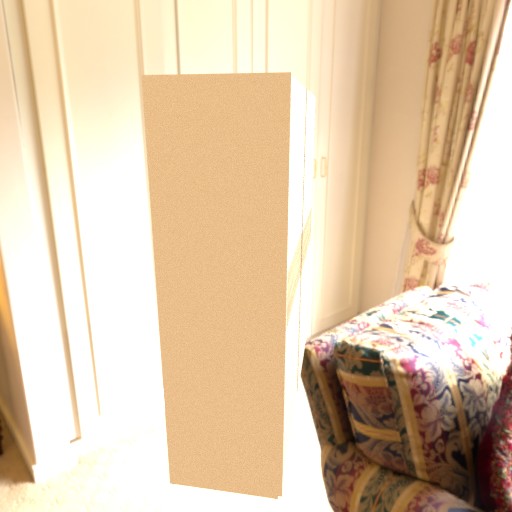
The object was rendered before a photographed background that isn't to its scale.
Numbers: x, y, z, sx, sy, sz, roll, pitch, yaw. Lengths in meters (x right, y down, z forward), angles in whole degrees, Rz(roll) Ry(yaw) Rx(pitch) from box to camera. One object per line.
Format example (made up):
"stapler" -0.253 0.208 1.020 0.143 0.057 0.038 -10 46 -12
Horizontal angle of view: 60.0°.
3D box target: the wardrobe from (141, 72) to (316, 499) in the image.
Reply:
"wardrobe" 0.000 0.000 2.871 0.600 2.020 1.830 3 17 10
